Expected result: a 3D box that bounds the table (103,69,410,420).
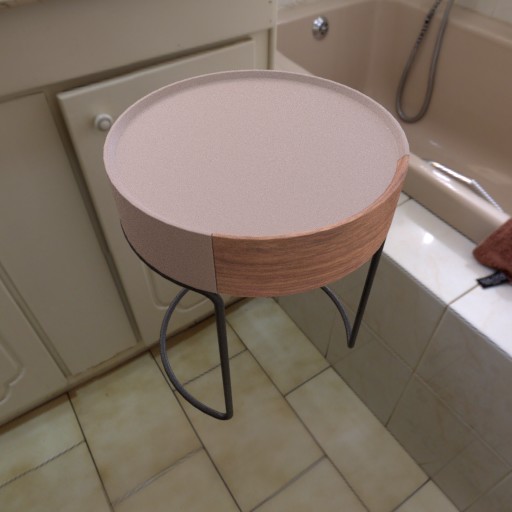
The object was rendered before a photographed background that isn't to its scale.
[{"bbox_3d":[0.000,0.000,0.857,0.450,0.530,0.450,0,47,0],"label":"table"}]
